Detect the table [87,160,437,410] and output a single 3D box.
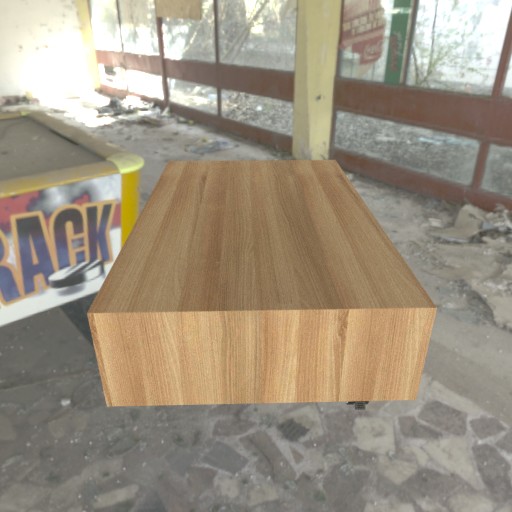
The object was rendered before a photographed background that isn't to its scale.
[{"bbox_3d":[0.000,0.000,1.449,0.700,0.330,1.100,-1,28,-1],"label":"table"}]
